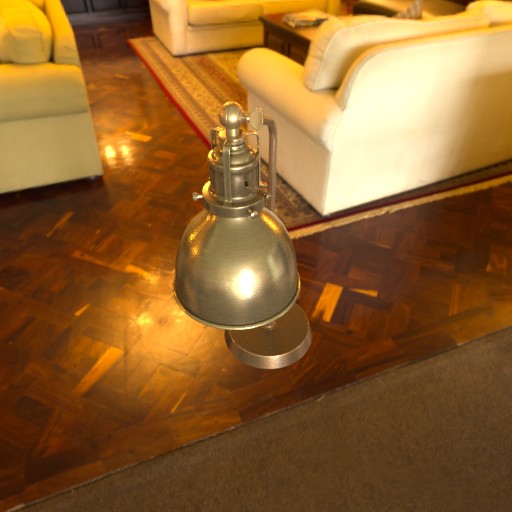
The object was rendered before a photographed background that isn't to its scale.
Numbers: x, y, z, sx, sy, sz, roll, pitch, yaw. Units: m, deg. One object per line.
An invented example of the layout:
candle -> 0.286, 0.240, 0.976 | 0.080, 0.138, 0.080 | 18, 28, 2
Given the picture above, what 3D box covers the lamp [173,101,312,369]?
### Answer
lamp -> 0.000, 0.000, 0.581 | 0.153, 0.456, 0.286 | 12, 42, 14
